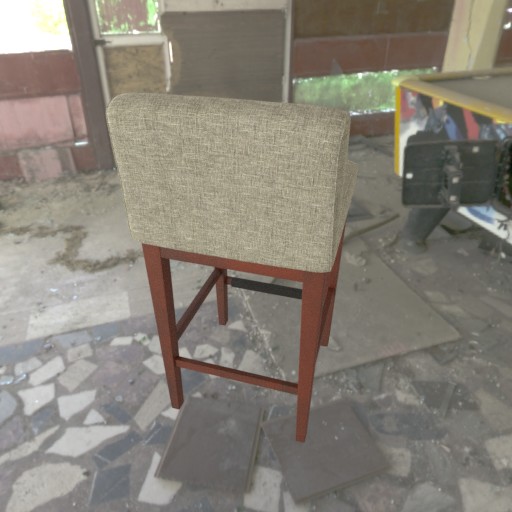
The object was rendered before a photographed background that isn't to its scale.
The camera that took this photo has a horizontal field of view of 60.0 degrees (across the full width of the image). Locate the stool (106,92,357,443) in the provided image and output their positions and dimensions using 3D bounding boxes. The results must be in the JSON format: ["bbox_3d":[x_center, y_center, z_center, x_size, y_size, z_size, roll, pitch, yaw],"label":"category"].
[{"bbox_3d":[0.000,0.000,1.102,0.417,0.835,0.459,9,34,14],"label":"stool"}]
